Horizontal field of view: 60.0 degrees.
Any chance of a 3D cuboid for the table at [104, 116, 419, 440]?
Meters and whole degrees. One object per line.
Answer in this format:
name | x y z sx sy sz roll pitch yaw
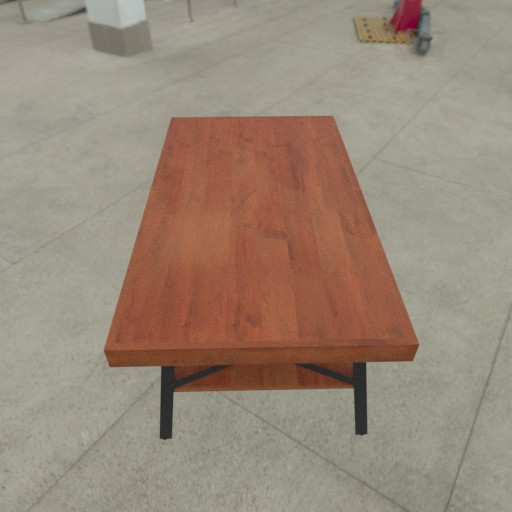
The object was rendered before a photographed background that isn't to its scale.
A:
table | 0.000 0.000 1.402 0.610 0.457 1.067 -1 41 -1
